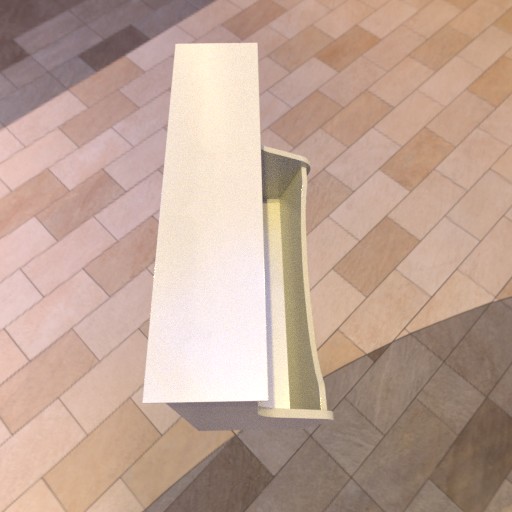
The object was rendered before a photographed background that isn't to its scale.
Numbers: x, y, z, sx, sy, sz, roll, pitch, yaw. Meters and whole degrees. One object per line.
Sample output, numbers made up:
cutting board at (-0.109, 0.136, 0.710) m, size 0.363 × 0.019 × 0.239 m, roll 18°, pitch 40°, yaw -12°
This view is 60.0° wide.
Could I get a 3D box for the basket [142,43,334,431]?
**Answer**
basket at (0.000, 0.000, 1.098) m, size 0.350 × 0.600 × 0.780 m, roll -1°, pitch 63°, yaw 0°
